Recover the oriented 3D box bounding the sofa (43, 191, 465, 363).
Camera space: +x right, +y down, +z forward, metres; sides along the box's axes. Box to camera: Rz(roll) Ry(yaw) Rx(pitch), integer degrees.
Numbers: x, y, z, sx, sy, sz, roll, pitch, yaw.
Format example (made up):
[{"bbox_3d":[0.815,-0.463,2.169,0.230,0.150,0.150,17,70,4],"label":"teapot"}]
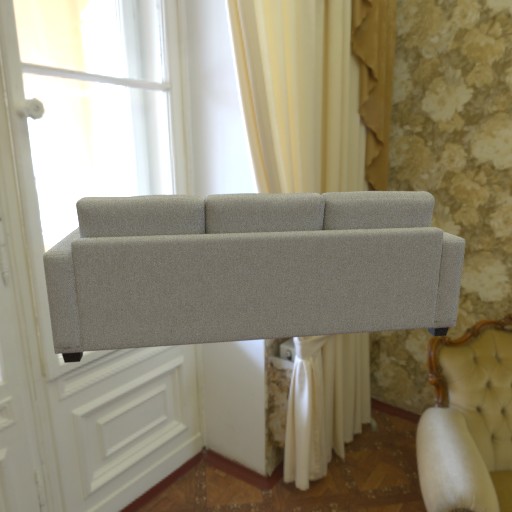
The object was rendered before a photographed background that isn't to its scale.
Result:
[{"bbox_3d":[0.000,0.000,2.629,2.120,0.800,0.900,-2,14,-9],"label":"sofa"}]
